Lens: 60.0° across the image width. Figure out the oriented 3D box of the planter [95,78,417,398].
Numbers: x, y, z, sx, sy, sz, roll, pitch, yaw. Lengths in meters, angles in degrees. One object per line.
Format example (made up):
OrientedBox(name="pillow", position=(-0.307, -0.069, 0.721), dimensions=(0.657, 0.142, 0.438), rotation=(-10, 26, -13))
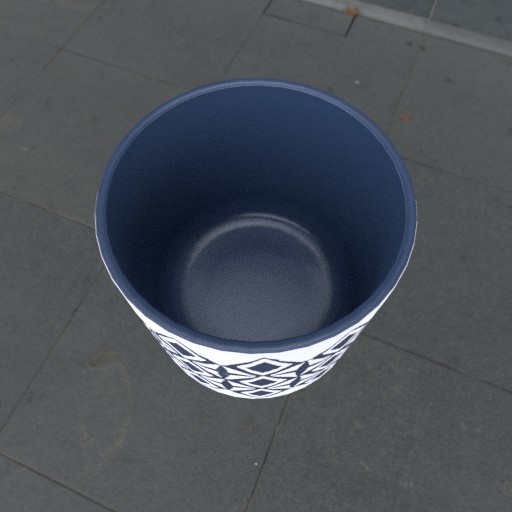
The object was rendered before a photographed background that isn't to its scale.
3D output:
OrientedBox(name="planter", position=(0.000, 0.000, 0.399), dimensions=(0.224, 0.203, 0.224), rotation=(0, 65, 0))
